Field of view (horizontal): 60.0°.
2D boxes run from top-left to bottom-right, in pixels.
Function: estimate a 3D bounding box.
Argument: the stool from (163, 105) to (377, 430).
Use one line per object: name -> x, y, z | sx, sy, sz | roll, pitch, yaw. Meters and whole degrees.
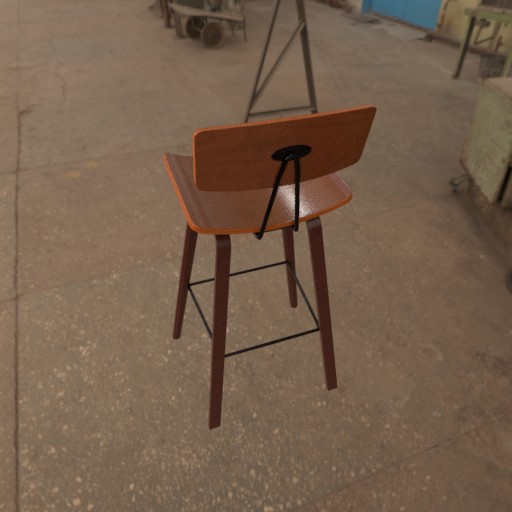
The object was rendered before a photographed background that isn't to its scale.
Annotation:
stool -> 0.000, 0.000, 1.267 | 0.509, 0.969, 0.440 | -13, 40, -15
